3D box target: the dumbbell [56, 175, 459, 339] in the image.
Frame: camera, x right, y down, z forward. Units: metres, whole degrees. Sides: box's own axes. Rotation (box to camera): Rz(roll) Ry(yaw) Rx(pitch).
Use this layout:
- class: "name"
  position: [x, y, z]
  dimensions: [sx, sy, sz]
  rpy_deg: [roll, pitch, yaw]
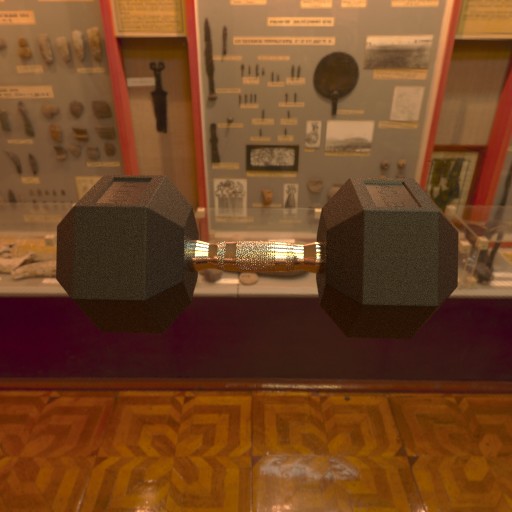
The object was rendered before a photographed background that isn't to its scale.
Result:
- class: "dumbbell"
  position: [0.000, 0.000, 0.439]
  dimensions: [0.361, 0.137, 0.157]
  rpy_deg: [1, 30, 2]
